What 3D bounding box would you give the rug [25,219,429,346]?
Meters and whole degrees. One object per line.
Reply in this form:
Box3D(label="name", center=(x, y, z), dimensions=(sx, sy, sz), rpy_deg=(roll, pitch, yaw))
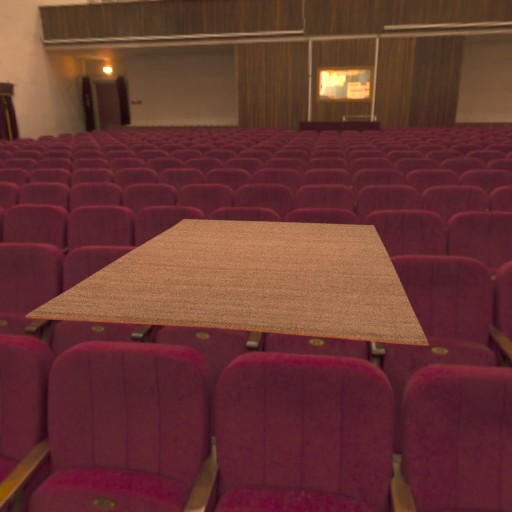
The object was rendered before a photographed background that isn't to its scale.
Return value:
Box3D(label="rug", center=(0.000, 0.000, 4.856), dimensions=(2.873, 0.053, 3.778), rpy_deg=(3, 16, 9))
